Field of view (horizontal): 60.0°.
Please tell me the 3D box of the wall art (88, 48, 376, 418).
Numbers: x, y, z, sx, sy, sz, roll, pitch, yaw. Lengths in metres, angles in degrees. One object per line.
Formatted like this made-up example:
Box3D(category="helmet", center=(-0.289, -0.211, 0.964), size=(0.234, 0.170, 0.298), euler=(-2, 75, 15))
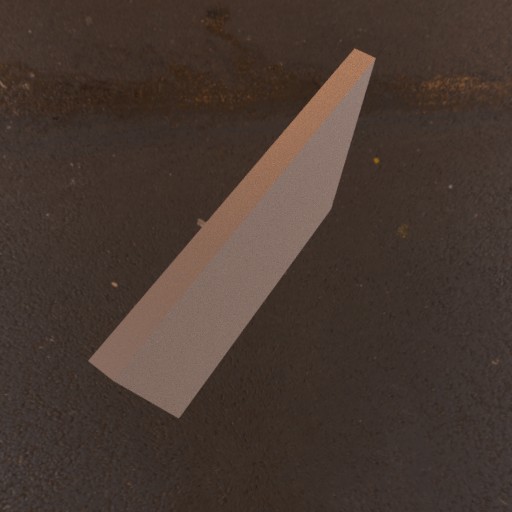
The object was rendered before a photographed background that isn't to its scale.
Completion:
Box3D(category="wall art", center=(0.000, 0.000, 1.409), size=(0.066, 0.801, 1.056), euler=(32, 69, 14))
